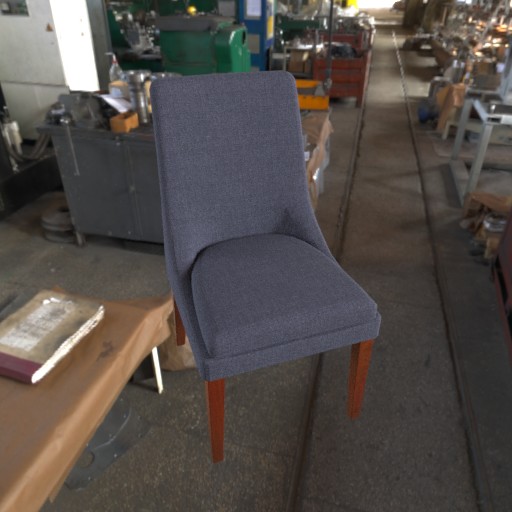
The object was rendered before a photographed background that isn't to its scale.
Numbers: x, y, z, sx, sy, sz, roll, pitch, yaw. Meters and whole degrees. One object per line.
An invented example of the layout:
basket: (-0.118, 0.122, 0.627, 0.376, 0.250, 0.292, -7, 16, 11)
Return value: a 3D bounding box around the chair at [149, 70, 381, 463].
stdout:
chair: (0.000, 0.000, 1.354, 0.508, 0.952, 0.655, -10, 33, -16)
